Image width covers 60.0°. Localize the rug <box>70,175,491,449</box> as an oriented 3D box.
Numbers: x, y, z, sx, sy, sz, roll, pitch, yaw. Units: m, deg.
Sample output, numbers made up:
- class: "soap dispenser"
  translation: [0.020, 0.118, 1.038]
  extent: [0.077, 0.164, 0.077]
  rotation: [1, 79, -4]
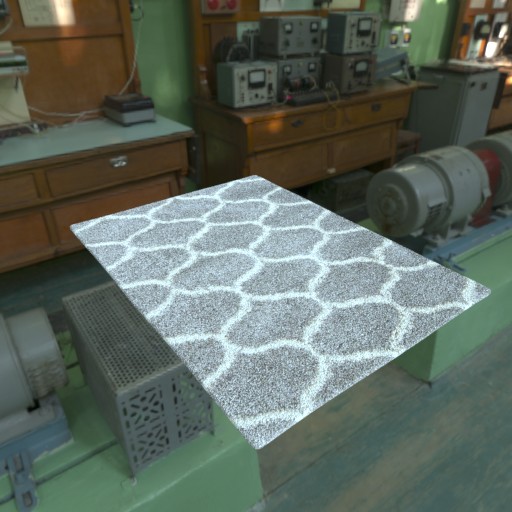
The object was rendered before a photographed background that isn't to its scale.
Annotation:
- class: "rug"
  translation: [0.000, 0.000, 2.035]
  extent: [1.200, 0.025, 1.600]
  rotation: [-21, 37, -31]
